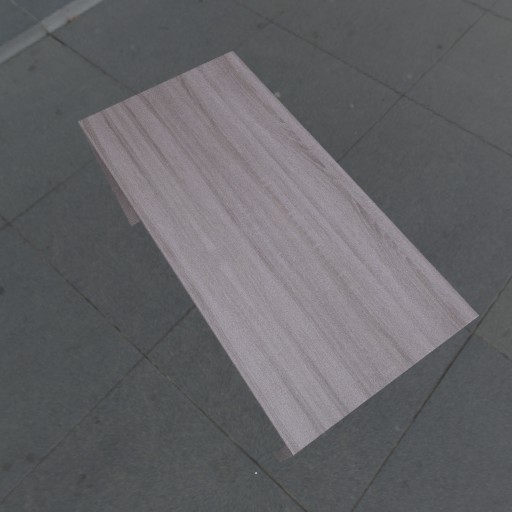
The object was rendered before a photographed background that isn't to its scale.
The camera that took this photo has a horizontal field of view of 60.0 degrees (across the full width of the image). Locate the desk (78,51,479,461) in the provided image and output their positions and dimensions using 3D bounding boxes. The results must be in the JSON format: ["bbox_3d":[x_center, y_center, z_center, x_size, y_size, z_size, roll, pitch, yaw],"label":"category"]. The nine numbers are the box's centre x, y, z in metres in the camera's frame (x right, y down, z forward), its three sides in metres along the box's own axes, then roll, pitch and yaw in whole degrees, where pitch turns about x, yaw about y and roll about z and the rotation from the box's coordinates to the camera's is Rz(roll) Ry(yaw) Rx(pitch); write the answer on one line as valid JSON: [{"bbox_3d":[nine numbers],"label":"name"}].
[{"bbox_3d":[0.000,0.000,1.834,0.690,0.745,1.380,-31,68,-14],"label":"desk"}]
